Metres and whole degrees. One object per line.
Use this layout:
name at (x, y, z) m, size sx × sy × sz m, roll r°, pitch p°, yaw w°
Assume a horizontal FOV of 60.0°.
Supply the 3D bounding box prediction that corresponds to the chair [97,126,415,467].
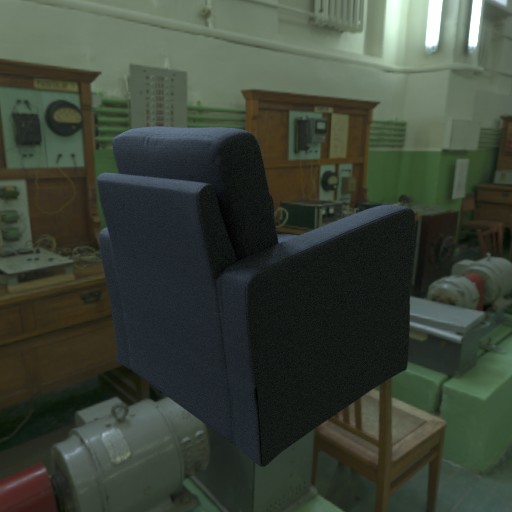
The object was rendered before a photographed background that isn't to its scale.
chair at (0.000, 0.000, 1.536) m, size 0.863 × 0.855 × 0.798 m, roll -13°, pitch 19°, yaw -42°
